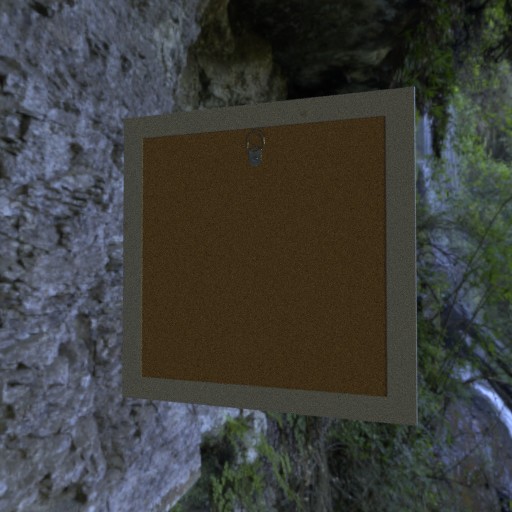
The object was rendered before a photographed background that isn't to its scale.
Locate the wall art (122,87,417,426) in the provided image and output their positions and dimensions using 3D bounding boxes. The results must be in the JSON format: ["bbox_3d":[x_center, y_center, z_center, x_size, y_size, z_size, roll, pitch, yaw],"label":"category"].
[{"bbox_3d":[0.000,0.000,0.842,0.572,0.577,0.015,0,-1,17],"label":"wall art"}]
